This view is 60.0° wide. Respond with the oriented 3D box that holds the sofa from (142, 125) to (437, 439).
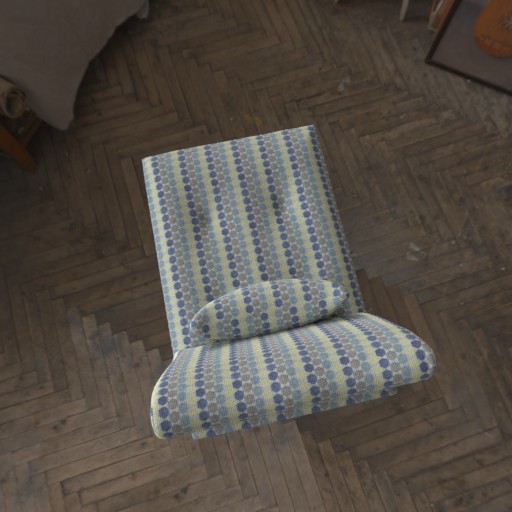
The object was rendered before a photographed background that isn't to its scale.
[{"bbox_3d":[0.000,0.000,1.499,0.700,0.820,1.000,-12,76,-3],"label":"sofa"}]
